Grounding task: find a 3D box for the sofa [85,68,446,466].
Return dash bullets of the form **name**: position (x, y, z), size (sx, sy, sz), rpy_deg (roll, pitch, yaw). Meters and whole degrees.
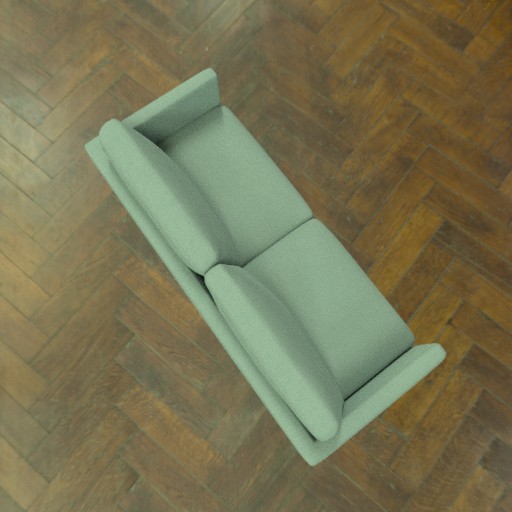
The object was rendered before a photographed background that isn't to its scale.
- **sofa**: position (0.000, 0.000, 2.728), size (0.951, 0.965, 2.208), rpy_deg (-36, 78, -8)
